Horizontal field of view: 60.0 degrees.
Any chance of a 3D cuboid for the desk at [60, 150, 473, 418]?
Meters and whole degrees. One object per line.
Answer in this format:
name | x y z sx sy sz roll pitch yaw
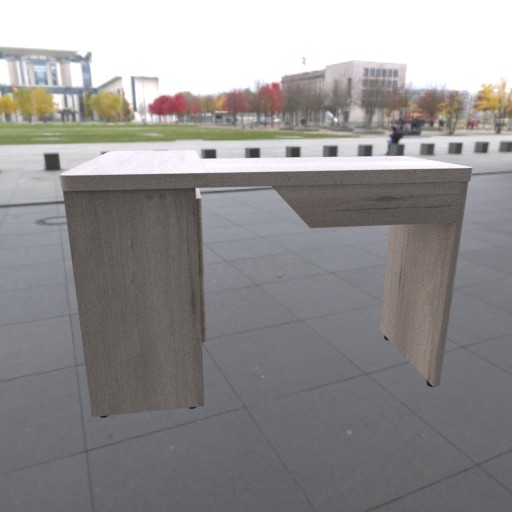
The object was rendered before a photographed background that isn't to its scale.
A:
desk | 0.000 0.000 1.750 1.169 0.760 0.900 -3 17 -9
